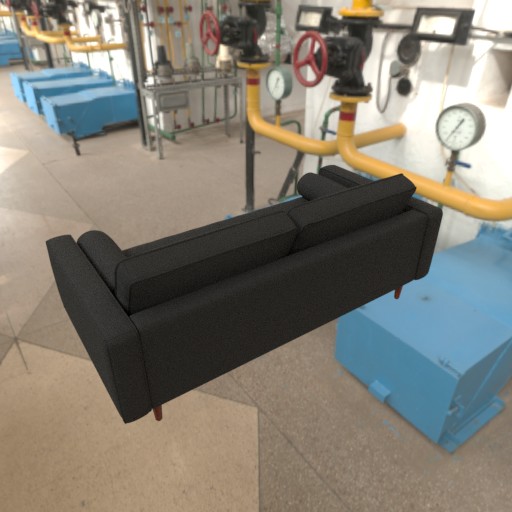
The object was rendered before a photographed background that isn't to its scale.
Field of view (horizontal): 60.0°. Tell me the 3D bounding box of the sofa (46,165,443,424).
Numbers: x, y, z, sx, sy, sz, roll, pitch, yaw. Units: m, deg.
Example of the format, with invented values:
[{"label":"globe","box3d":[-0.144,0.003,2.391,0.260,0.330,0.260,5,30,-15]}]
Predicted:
[{"label":"sofa","box3d":[0.000,0.000,2.368,1.875,0.759,0.914,-20,36,-29]}]
